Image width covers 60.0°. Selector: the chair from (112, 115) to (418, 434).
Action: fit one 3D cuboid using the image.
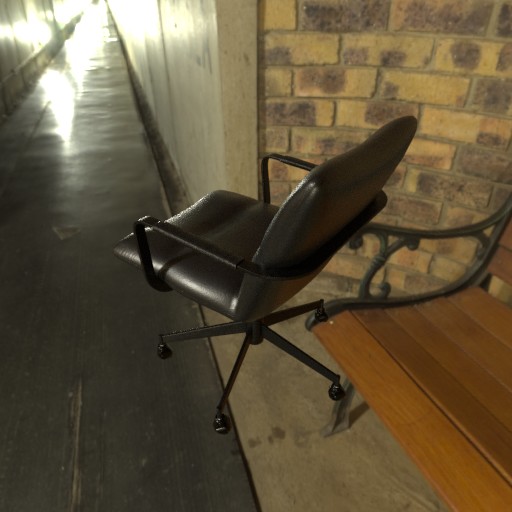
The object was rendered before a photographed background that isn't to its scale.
[{"bbox_3d":[0.000,0.000,1.457,0.748,0.922,0.719,21,38,29],"label":"chair"}]
